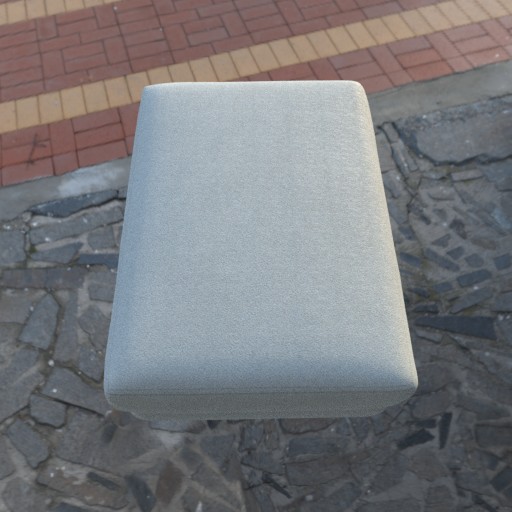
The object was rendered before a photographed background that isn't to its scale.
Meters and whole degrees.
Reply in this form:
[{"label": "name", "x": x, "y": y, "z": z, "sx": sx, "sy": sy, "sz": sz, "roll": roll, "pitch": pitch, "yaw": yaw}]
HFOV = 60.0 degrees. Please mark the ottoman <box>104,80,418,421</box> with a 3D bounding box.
[{"label": "ottoman", "x": 0.000, "y": 0.000, "z": 1.104, "sx": 0.569, "sy": 0.499, "sz": 0.773, "roll": -1, "pitch": 63, "yaw": 0}]
